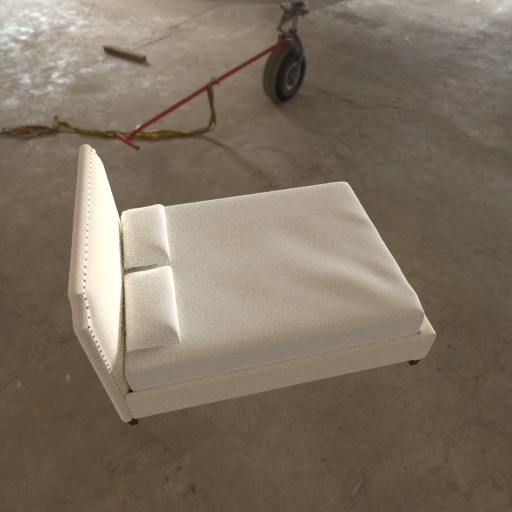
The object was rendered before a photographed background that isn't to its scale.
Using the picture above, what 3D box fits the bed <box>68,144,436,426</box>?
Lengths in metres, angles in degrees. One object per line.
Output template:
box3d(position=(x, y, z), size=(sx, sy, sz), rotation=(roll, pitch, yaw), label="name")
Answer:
box3d(position=(0.000, 0.000, 3.446), size=(2.365, 1.443, 1.712), rotation=(-9, 48, -9), label="bed")
